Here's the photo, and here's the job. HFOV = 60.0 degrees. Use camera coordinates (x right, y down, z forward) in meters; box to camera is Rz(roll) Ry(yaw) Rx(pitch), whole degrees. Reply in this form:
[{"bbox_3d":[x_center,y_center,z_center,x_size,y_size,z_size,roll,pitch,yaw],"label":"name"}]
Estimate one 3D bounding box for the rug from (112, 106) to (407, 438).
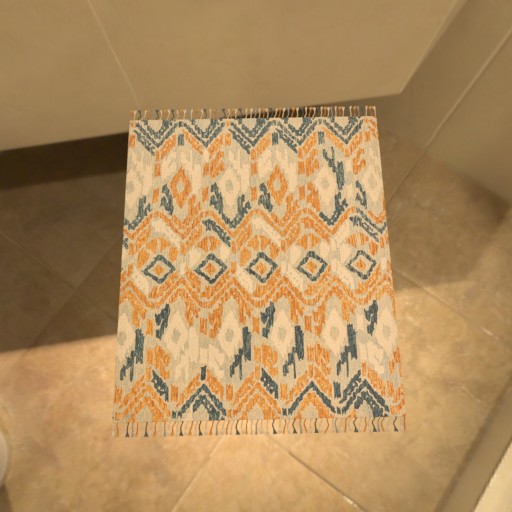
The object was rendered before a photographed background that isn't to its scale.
[{"bbox_3d":[0.000,0.000,4.033,2.439,0.010,3.048,-1,76,0],"label":"rug"}]
